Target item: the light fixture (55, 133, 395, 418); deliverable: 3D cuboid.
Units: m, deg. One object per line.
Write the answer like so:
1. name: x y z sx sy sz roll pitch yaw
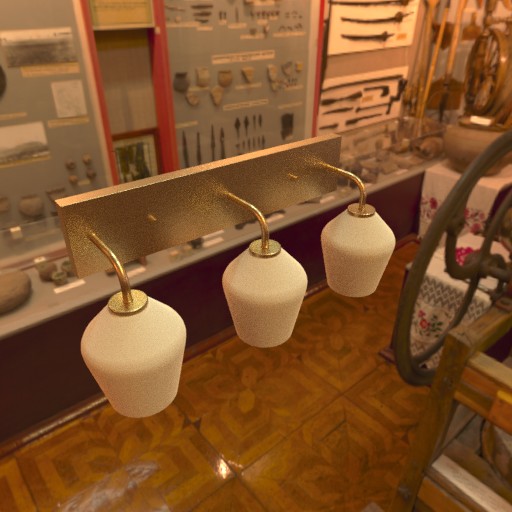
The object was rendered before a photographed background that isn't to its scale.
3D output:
1. light fixture: 0.000 0.000 0.740 0.609 0.280 0.190 -22 37 -32
